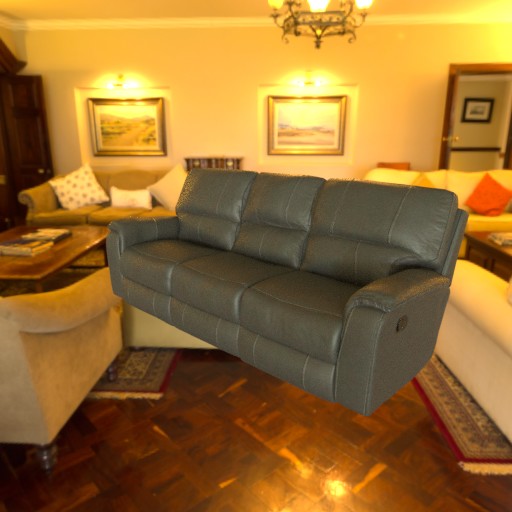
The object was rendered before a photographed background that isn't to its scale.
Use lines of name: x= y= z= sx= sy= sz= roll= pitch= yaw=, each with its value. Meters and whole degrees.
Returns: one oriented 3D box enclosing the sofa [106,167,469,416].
sofa: x=0.000 y=0.000 z=3.227 sx=2.627 sy=1.134 sz=1.104 roll=15 pitch=22 yaw=42
